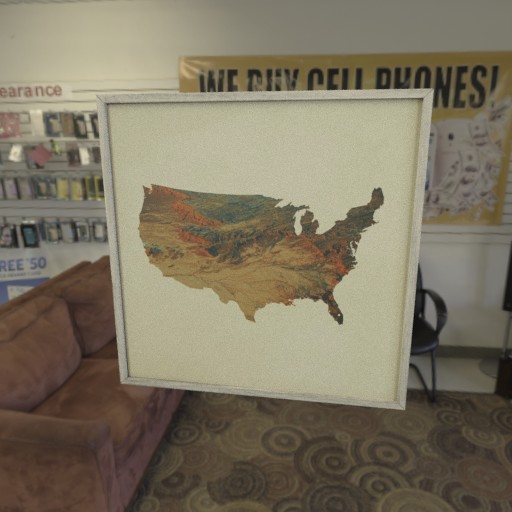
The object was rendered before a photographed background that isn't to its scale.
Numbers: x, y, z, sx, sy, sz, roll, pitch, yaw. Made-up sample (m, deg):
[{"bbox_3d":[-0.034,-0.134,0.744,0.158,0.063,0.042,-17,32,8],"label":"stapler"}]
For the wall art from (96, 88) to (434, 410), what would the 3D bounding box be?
[{"bbox_3d":[0.000,0.000,0.727,0.508,0.507,0.016,2,15,9],"label":"wall art"}]
